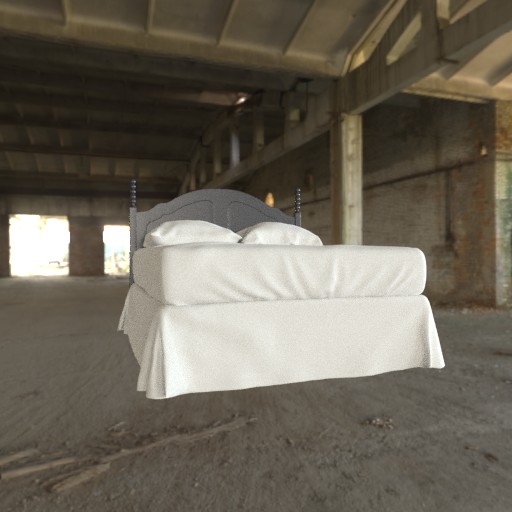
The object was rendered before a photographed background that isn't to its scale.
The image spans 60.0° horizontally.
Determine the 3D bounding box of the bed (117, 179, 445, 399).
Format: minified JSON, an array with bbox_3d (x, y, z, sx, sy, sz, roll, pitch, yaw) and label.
[{"bbox_3d":[0.000,0.000,3.262,1.873,1.356,2.040,0,0,-20],"label":"bed"}]
